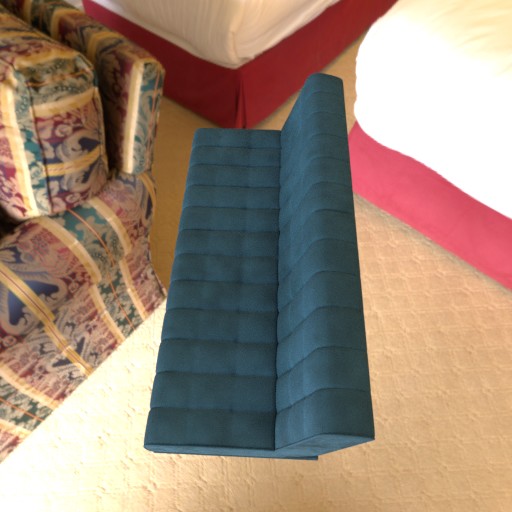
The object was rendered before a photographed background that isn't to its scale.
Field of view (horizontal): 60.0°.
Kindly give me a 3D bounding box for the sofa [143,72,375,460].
[{"bbox_3d":[0.000,0.000,2.222,0.855,0.813,1.804,2,59,1],"label":"sofa"}]
